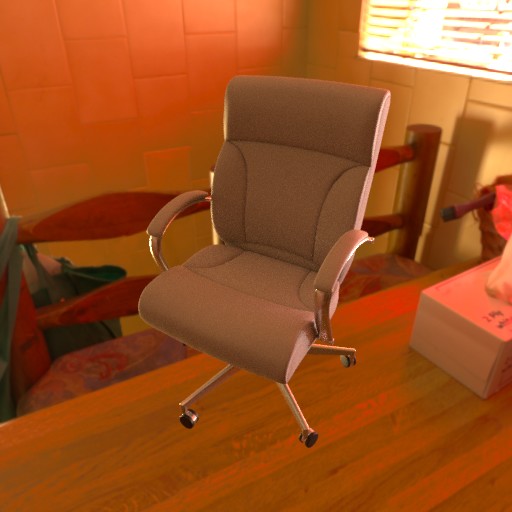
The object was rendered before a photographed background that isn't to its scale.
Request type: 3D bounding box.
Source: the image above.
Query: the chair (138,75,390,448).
[{"bbox_3d":[0.000,0.000,1.553,0.727,1.099,0.745,17,35,27],"label":"chair"}]
